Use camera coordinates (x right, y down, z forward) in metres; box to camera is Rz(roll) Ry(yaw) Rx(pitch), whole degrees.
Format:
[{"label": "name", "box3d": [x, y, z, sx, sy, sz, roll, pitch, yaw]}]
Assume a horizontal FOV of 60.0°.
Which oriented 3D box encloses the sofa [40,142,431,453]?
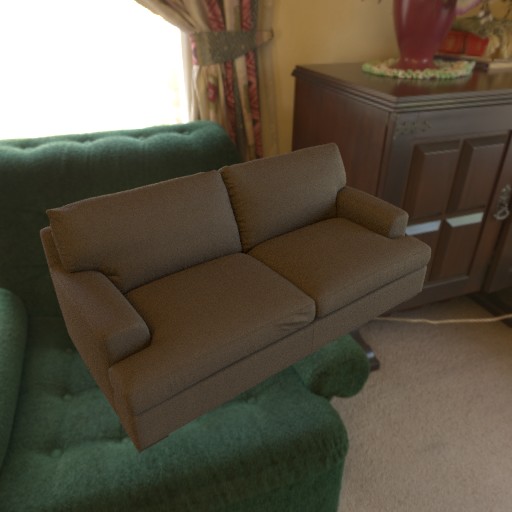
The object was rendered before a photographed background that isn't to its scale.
[{"label": "sofa", "box3d": [0.000, 0.000, 2.806, 2.271, 0.950, 1.140, -21, 36, -31]}]
